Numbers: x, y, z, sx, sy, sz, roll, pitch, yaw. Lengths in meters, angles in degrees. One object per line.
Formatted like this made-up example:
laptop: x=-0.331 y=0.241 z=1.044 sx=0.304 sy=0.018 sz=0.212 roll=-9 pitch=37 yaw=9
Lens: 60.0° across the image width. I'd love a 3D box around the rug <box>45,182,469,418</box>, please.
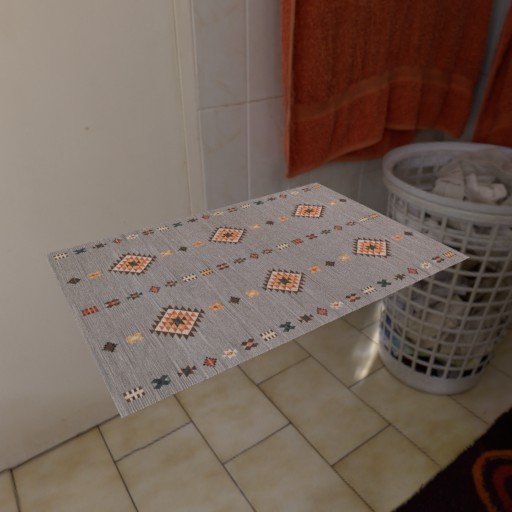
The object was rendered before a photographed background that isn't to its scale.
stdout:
rug: x=0.000 y=0.000 z=2.282 sx=1.818 sy=0.005 sz=1.217 roll=-19 pitch=36 yaw=-28
